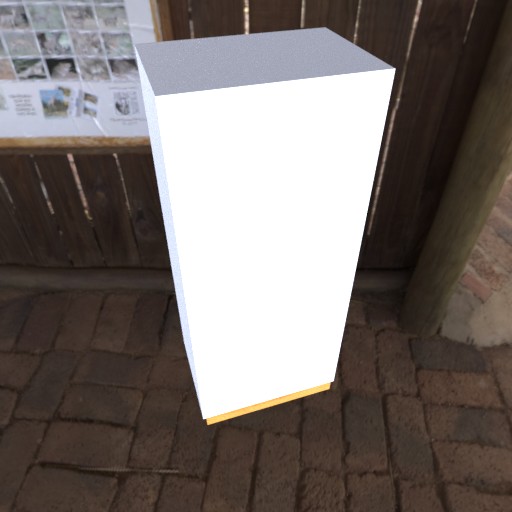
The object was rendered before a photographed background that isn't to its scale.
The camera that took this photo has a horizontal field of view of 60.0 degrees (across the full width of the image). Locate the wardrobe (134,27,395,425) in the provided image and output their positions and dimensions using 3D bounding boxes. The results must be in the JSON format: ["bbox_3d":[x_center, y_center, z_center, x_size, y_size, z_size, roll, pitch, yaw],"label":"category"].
[{"bbox_3d":[0.000,0.000,2.375,0.860,2.040,0.600,-12,42,-13],"label":"wardrobe"}]
